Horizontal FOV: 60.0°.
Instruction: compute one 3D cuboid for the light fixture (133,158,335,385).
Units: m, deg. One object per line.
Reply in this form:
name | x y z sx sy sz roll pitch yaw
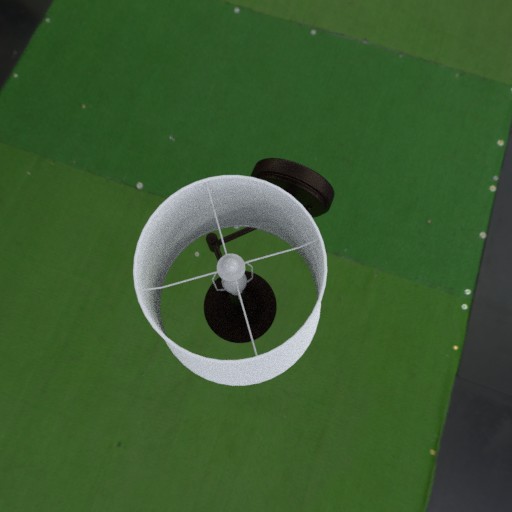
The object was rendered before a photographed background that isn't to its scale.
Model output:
light fixture | 0.000 0.000 0.270 0.100 0.172 0.157 21 76 5
